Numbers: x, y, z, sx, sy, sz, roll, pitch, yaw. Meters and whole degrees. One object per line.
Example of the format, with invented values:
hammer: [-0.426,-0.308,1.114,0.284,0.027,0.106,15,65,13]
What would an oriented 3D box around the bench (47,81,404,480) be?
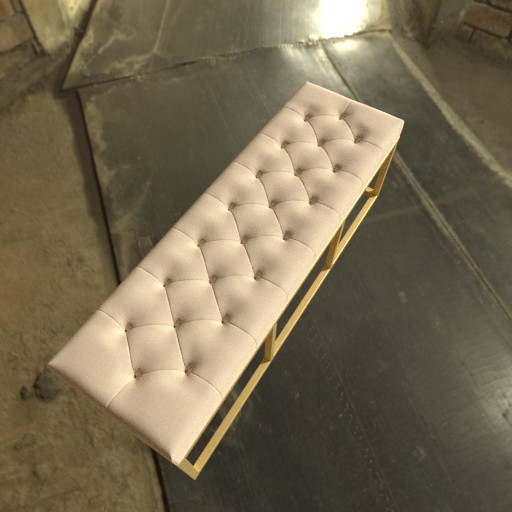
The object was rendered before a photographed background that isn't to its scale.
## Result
bench: [0.000,0.000,1.678,0.457,0.484,1.473,29,63,17]
